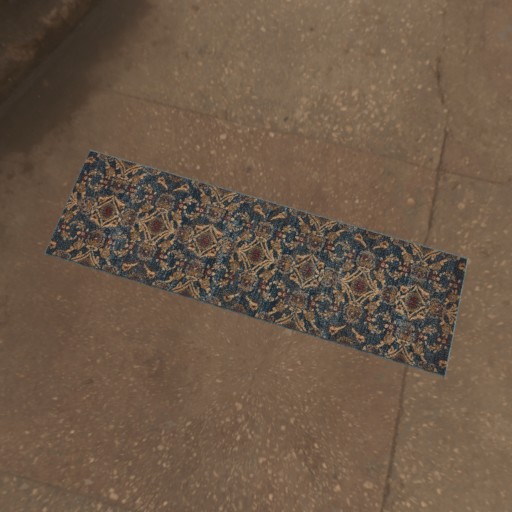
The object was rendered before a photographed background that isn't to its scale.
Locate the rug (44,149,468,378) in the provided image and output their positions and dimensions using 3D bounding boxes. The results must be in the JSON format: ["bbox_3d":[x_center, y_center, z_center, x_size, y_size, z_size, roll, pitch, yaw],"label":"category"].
[{"bbox_3d":[0.000,0.000,2.495,2.292,0.014,0.685,17,76,4],"label":"rug"}]
